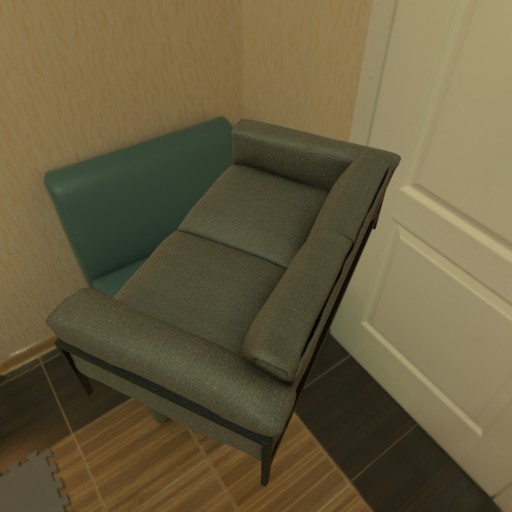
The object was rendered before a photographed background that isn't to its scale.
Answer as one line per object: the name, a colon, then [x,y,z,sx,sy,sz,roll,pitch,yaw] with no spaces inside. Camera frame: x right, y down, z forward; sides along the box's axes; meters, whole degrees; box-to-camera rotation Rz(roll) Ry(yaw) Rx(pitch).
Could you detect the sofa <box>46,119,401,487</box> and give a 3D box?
sofa: [0.000,0.000,2.163,0.960,0.656,1.690,19,49,17]
